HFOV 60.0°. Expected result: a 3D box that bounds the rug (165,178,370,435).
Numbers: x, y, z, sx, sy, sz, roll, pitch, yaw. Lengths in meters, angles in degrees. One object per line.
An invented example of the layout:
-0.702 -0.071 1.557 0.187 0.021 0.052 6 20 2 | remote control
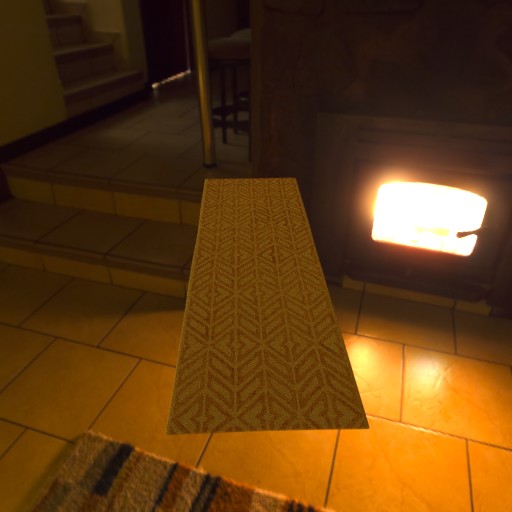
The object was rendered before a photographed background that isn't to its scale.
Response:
0.000 0.000 2.651 0.750 0.009 2.435 -1 32 -2 | rug
